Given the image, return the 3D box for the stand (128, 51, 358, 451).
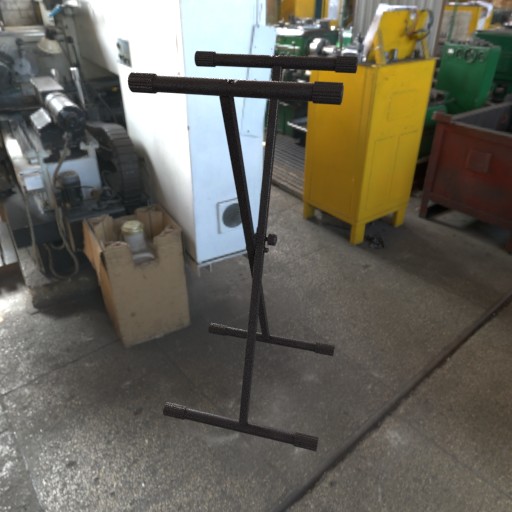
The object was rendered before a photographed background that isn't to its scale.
[{"bbox_3d":[0.000,0.000,1.168,0.449,0.940,0.409,8,32,13],"label":"stand"}]
